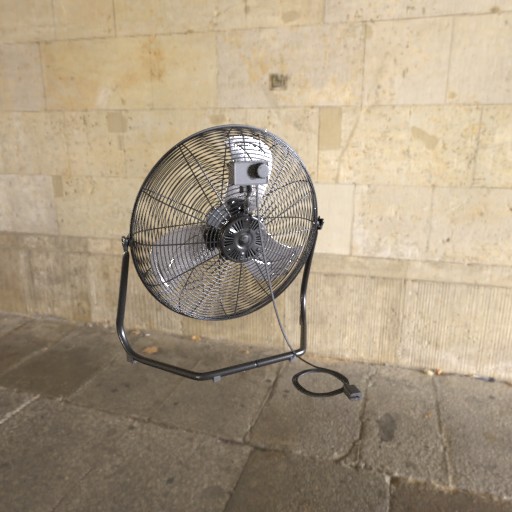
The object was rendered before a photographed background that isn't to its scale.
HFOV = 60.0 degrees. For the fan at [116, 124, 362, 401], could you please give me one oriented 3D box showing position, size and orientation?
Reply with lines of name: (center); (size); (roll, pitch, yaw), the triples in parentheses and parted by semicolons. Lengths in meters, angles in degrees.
fan: (0.000, 0.000, 1.051); (0.595, 0.605, 0.470); (-8, 17, -26)
